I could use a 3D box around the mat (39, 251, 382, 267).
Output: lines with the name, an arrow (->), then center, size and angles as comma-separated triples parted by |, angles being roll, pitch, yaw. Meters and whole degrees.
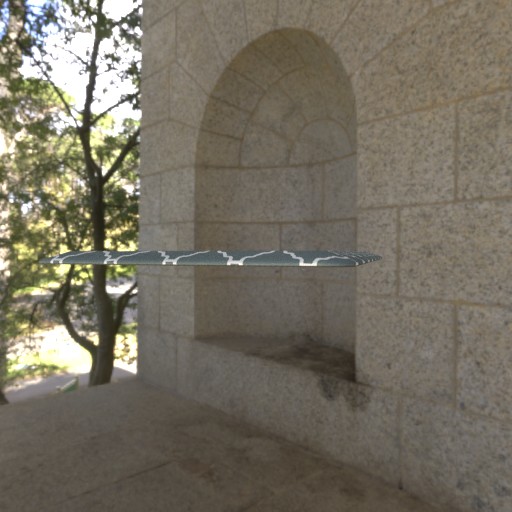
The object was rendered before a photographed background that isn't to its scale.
mat -> 0.000, 0.000, 0.984 | 0.508, 0.021, 0.762 | 0, 1, 19
